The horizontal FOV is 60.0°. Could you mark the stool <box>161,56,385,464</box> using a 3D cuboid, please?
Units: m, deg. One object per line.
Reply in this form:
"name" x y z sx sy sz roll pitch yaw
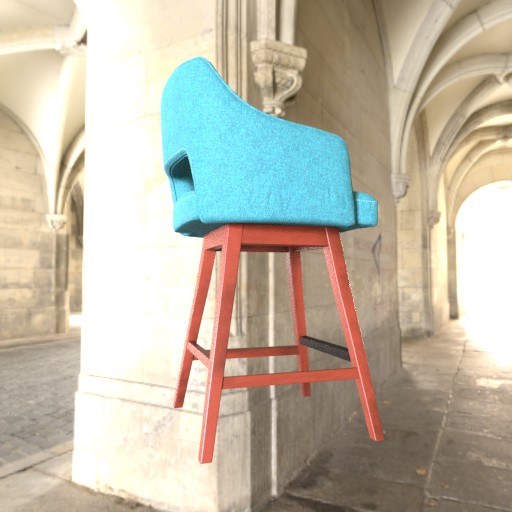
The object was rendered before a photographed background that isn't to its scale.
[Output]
"stool" 0.000 0.000 1.301 0.556 0.961 0.548 1 -3 -18
